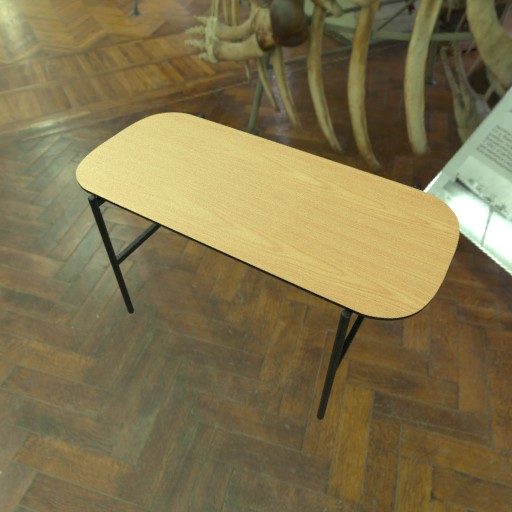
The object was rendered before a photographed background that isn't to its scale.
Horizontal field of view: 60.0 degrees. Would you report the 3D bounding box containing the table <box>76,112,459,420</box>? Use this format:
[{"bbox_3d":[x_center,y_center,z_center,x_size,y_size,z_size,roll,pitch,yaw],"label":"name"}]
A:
[{"bbox_3d":[0.000,0.000,1.070,0.800,0.400,0.400,24,51,21],"label":"table"}]
